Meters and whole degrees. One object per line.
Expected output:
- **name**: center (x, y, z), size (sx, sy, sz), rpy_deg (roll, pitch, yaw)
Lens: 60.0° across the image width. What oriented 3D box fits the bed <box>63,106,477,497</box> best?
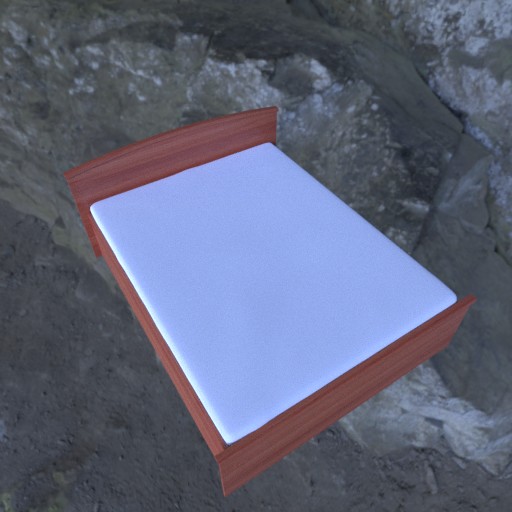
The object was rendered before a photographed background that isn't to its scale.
- **bed**: center (0.000, 0.000, 2.868), size (1.683, 0.848, 2.053), rpy_deg (-25, 51, -22)
